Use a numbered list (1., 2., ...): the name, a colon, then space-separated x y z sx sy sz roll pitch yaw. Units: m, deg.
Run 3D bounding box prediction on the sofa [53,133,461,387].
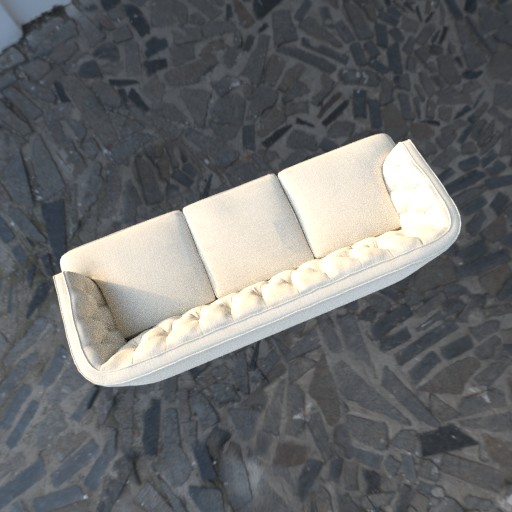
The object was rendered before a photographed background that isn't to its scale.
1. sofa: 0.000 0.000 2.767 2.278 0.855 0.941 -22 76 -6
